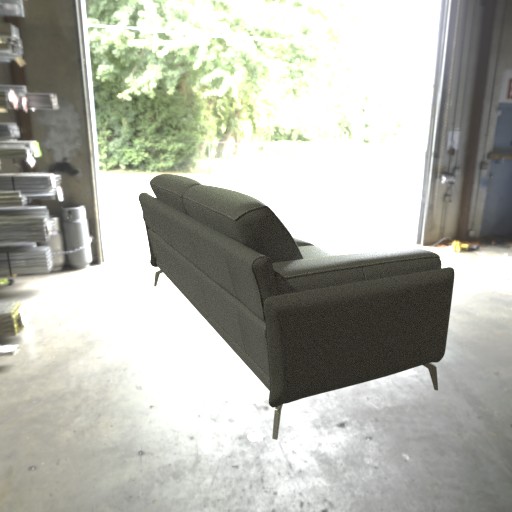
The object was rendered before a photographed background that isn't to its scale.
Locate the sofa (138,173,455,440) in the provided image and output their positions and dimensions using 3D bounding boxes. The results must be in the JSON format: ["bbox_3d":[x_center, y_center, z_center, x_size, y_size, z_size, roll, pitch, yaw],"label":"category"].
[{"bbox_3d":[0.000,0.000,2.663,0.969,0.900,2.100,-7,17,-25],"label":"sofa"}]
